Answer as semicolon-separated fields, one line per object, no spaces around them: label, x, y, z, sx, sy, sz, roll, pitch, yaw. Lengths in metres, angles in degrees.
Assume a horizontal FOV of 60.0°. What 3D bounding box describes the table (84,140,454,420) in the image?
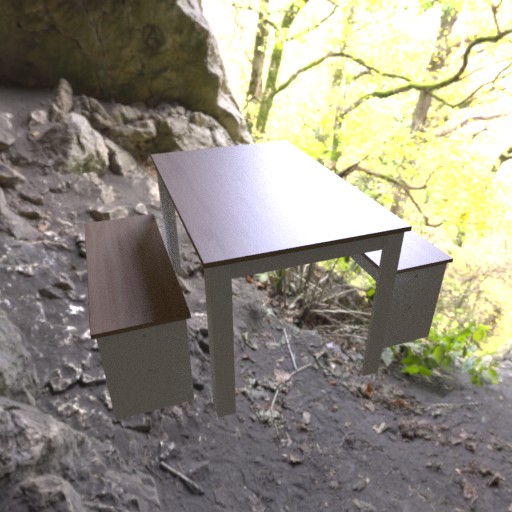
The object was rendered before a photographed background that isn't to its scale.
table;0.000;0.000;2.031;1.443;0.700;1.100;-10;32;-17
